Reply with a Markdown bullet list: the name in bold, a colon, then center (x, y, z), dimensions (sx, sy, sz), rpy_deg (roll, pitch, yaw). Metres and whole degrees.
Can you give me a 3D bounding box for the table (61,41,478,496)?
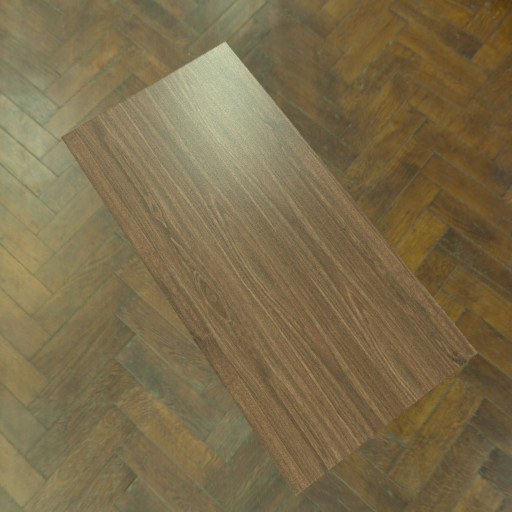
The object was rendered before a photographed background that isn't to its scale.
- **table**: center (0.000, 0.000, 1.453), dimensions (0.600, 0.400, 1.200), rpy_deg (-34, 78, -8)
